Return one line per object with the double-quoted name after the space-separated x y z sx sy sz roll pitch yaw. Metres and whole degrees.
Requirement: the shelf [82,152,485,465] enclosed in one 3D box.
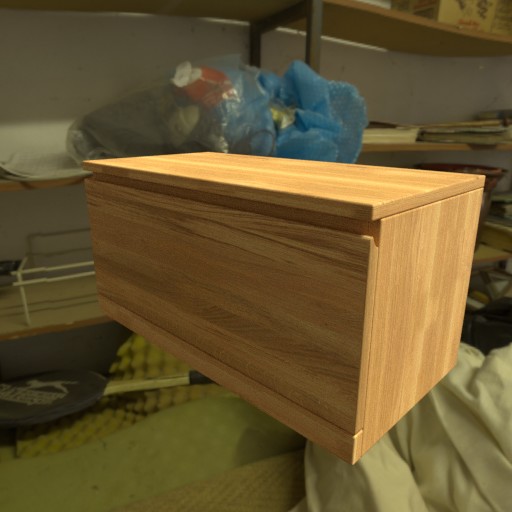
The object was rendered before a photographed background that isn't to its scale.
0.000 0.000 1.012 0.800 0.400 0.400 16 24 42 "shelf"
